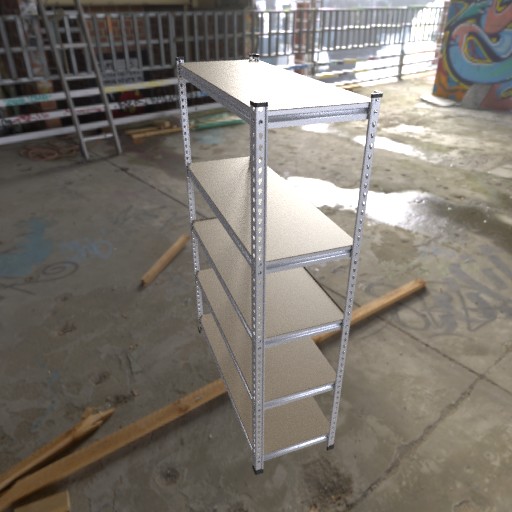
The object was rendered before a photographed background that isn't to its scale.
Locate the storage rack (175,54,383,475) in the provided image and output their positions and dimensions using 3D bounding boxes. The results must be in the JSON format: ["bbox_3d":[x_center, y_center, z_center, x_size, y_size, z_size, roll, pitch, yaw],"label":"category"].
[{"bbox_3d":[0.000,0.000,2.353,0.457,1.829,1.219,-11,32,-17],"label":"storage rack"}]
